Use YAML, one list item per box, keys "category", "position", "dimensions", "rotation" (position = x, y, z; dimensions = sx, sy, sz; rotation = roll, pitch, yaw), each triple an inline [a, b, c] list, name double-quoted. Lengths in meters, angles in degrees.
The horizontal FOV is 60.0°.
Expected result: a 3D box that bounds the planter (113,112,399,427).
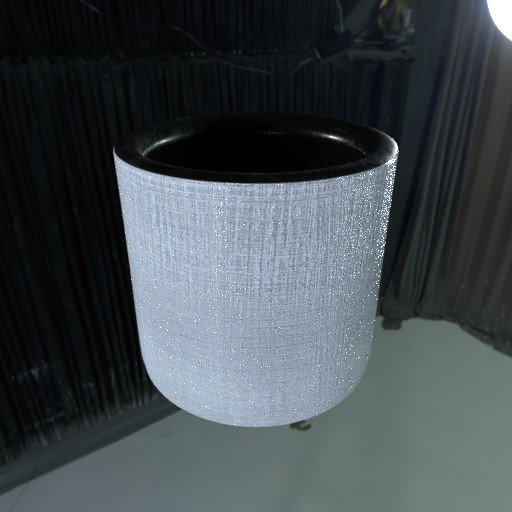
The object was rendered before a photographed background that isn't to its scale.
- category: "planter"
  position: [0.000, 0.000, 0.289]
  dimensions: [0.160, 0.156, 0.160]
  rotation: [0, 28, 0]
